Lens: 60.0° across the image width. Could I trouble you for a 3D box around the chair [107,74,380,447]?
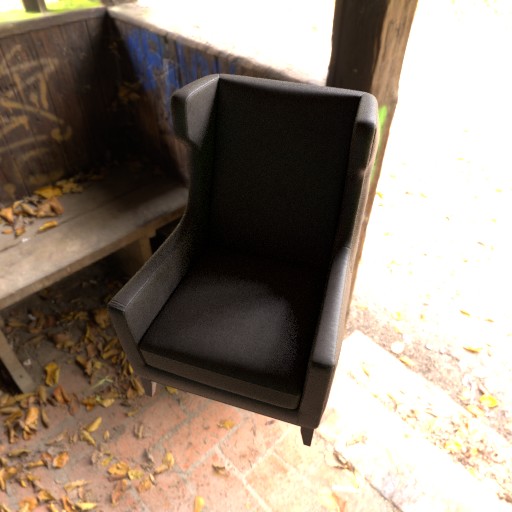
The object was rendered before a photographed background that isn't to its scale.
[{"bbox_3d":[0.000,0.000,1.692,0.769,1.079,0.899,13,45,13],"label":"chair"}]
